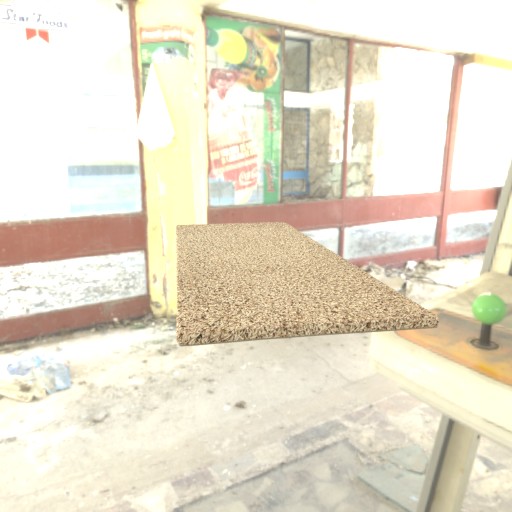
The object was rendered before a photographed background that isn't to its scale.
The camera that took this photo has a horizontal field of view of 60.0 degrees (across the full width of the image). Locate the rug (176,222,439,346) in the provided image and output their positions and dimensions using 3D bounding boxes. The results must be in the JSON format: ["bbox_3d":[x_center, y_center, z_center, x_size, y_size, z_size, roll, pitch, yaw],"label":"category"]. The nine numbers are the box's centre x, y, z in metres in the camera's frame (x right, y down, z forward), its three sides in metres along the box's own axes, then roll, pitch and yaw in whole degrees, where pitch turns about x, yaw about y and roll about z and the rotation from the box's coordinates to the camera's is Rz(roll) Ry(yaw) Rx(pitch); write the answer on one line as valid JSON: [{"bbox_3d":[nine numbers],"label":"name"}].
[{"bbox_3d":[0.000,0.000,1.712,0.609,0.030,1.524,-2,13,-10],"label":"rug"}]
